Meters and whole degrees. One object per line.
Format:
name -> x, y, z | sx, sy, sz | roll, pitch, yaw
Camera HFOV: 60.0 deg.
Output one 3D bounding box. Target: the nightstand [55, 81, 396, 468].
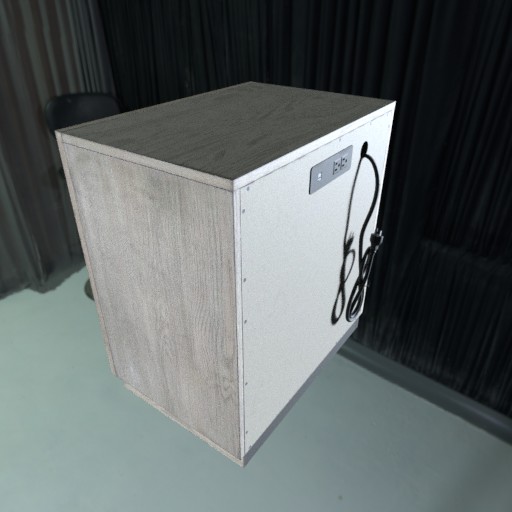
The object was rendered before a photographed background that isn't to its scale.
nightstand -> 0.000, 0.000, 1.085 | 0.483, 0.673, 0.612 | 21, 37, 30
